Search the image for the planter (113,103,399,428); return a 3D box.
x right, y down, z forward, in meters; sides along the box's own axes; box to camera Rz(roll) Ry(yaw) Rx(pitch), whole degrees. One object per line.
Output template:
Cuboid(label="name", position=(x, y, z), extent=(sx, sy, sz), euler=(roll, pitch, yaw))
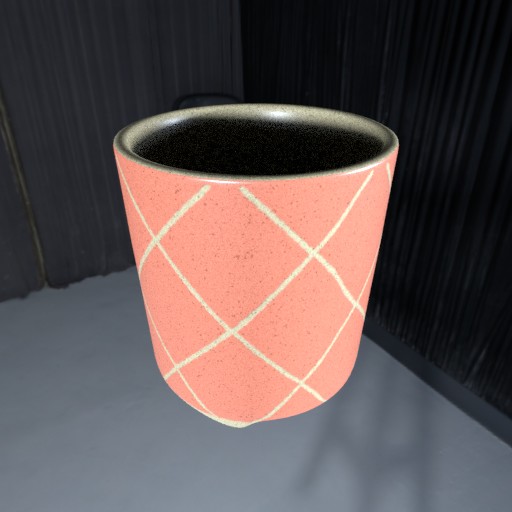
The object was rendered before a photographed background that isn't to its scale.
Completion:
Cuboid(label="planter", position=(0.000, 0.000, 0.356), extent=(0.191, 0.200, 0.191), euler=(0, 30, 0))
